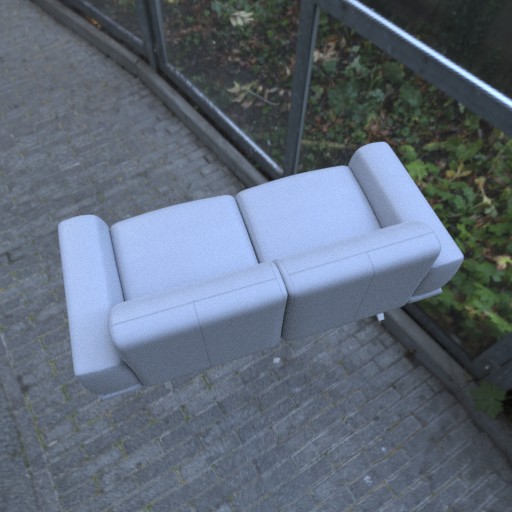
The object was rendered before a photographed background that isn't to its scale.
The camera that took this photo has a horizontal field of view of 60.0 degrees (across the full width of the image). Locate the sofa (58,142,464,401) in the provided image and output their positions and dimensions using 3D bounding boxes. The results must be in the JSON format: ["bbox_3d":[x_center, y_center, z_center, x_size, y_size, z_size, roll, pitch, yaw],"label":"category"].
[{"bbox_3d":[0.000,0.000,2.361,1.901,0.772,0.900,-16,60,-9],"label":"sofa"}]
